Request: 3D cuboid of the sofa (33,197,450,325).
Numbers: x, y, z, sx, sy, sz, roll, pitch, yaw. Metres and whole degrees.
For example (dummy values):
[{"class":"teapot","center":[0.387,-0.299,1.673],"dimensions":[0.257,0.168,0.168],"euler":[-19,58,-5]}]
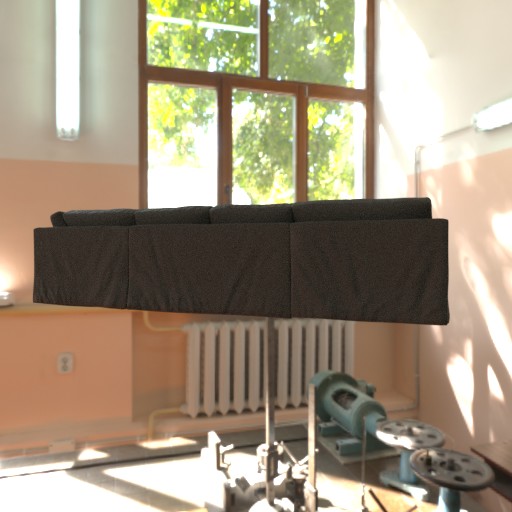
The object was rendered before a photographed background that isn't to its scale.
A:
[{"class":"sofa","center":[0.000,0.000,4.579],"dimensions":[3.528,0.878,2.476],"euler":[0,1,19]}]
